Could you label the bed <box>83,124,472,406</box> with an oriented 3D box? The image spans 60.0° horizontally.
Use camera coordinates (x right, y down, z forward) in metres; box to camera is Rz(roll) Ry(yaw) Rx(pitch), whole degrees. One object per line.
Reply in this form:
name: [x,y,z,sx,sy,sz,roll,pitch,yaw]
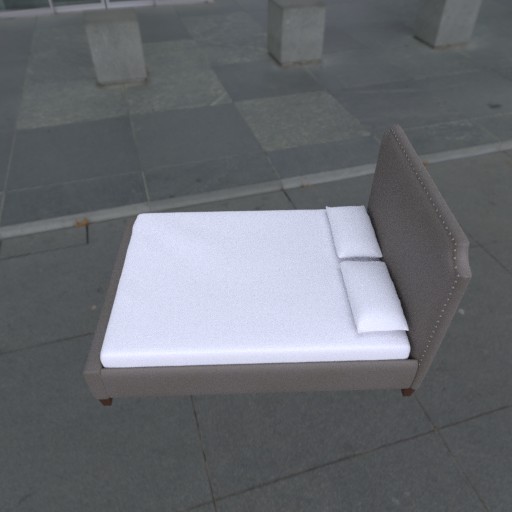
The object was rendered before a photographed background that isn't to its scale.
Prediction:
bed: [0.000,0.000,3.411,2.372,1.443,1.712,-1,43,-1]
